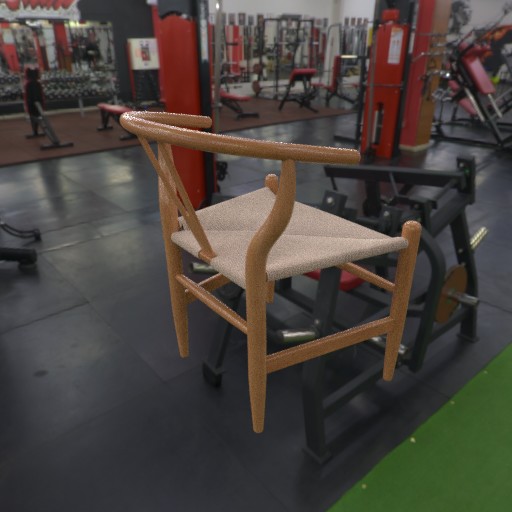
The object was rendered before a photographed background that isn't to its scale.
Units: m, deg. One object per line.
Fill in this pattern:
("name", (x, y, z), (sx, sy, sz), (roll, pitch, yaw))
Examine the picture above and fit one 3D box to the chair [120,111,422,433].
("chair", (0.000, 0.000, 1.139), (0.579, 0.730, 0.569), (-19, 31, -34))
